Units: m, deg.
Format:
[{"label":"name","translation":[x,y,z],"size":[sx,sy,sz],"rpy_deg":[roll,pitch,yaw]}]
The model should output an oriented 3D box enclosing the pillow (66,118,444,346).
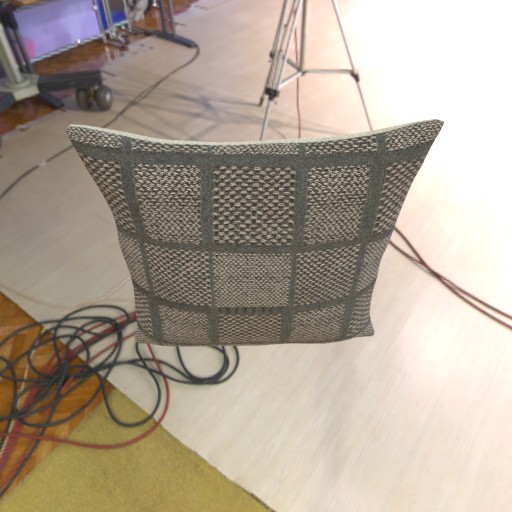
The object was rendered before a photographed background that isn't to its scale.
[{"label":"pillow","translation":[0.000,0.000,0.657],"size":[0.435,0.432,0.138],"rpy_deg":[-2,46,-1]}]
